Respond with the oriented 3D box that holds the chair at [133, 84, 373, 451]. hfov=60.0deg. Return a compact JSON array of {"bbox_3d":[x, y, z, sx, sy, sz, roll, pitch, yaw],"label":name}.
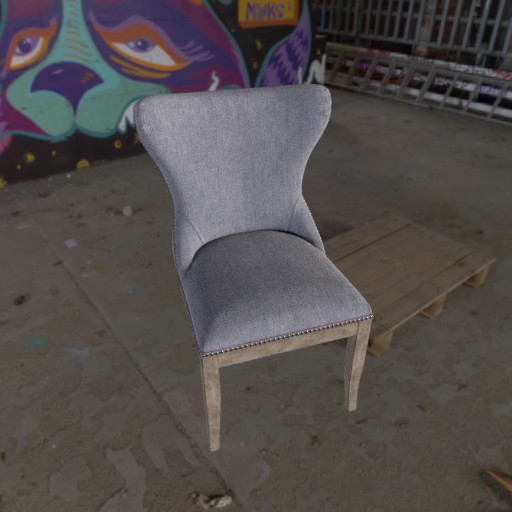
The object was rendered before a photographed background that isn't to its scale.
[{"bbox_3d":[0.000,0.000,1.513,0.654,1.002,0.681,-10,34,-15],"label":"chair"}]
